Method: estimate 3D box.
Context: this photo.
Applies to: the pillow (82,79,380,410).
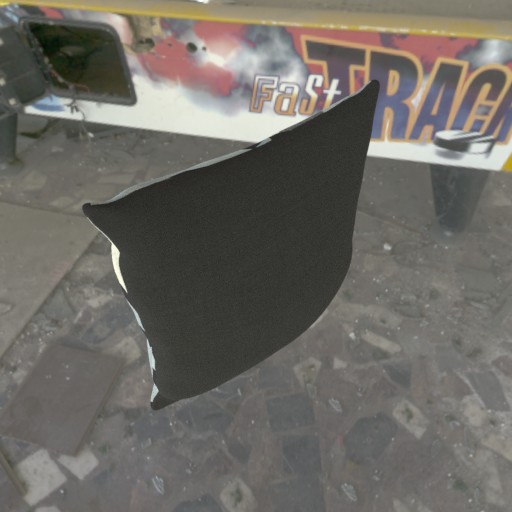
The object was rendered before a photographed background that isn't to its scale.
[{"bbox_3d":[0.000,0.000,0.765,0.503,0.496,0.208,-30,52,-26],"label":"pillow"}]
